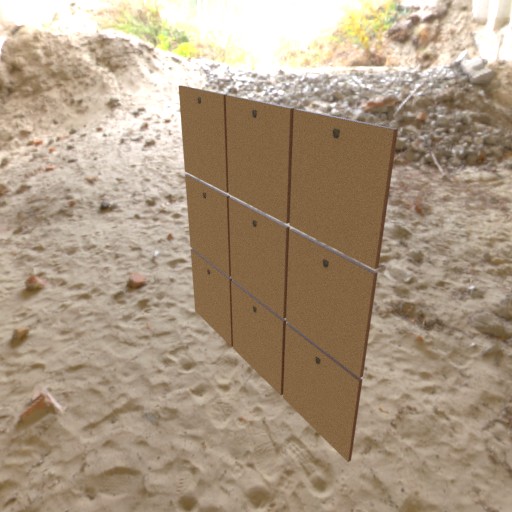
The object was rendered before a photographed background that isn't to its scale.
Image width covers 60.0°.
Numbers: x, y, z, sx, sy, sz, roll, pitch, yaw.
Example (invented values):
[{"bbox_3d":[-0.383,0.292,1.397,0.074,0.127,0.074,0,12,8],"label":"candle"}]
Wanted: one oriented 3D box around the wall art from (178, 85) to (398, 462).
[{"bbox_3d":[0.000,0.000,1.830,0.024,1.218,1.221,-17,32,-30],"label":"wall art"}]
